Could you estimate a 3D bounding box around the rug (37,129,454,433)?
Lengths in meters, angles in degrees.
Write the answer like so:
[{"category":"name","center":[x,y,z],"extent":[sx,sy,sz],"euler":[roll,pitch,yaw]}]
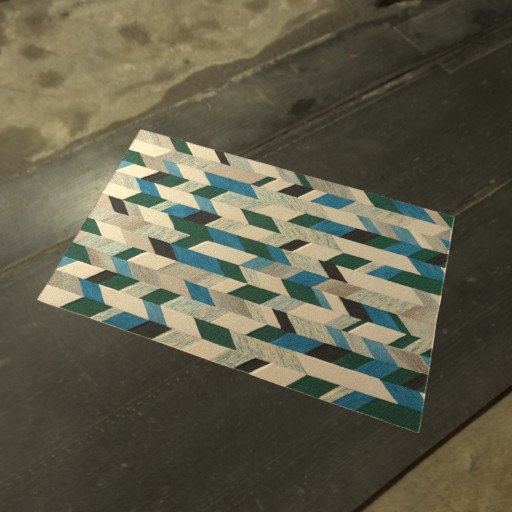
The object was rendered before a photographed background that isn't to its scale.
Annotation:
[{"category":"rug","center":[0.000,0.000,2.958],"extent":[2.433,0.007,1.507],"euler":[17,64,9]}]
